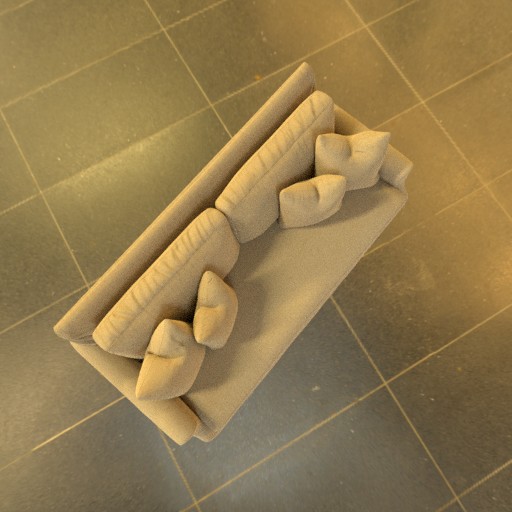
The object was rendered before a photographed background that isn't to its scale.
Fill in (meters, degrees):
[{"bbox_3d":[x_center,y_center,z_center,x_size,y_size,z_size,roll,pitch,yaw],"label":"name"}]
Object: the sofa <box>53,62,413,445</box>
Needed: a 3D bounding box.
[{"bbox_3d":[0.000,0.000,2.834,1.067,0.904,2.285,39,80,9],"label":"sofa"}]
